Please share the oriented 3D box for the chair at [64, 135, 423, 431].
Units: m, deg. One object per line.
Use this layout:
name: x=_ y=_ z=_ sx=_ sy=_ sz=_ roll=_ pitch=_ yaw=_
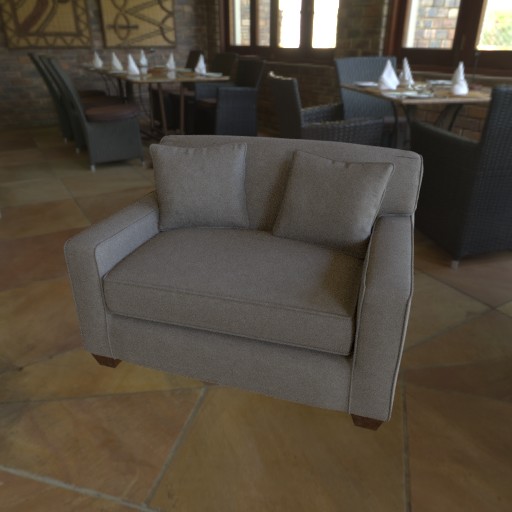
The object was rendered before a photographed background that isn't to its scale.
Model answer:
chair: x=0.000 y=0.000 z=2.088 sx=1.395 sy=0.953 sz=0.992 roll=8 pitch=27 yaw=16
